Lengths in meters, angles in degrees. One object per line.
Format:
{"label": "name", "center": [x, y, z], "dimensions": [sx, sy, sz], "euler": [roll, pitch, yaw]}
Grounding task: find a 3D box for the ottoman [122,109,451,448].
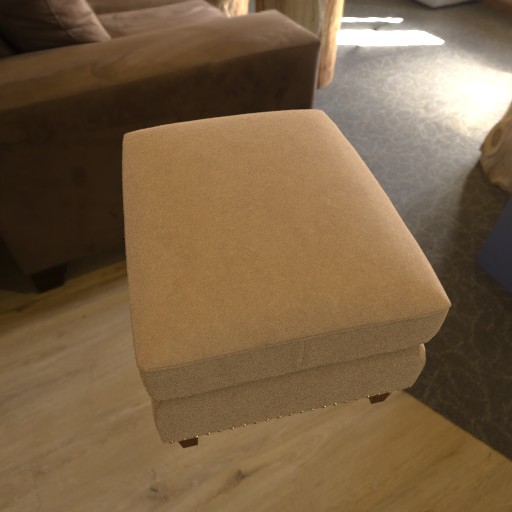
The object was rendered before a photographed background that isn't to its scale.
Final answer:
{"label": "ottoman", "center": [0.000, 0.000, 1.125], "dimensions": [0.584, 0.513, 0.741], "euler": [-10, 48, -9]}
